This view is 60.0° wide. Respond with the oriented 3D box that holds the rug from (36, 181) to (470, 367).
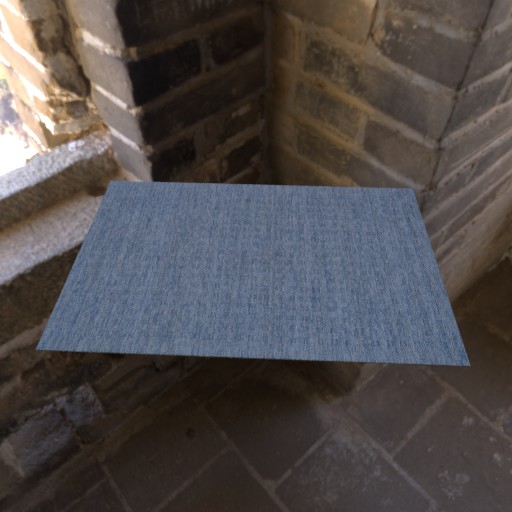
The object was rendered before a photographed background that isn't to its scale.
[{"bbox_3d":[0.000,0.000,2.179,1.752,0.006,1.142,2,46,2],"label":"rug"}]
